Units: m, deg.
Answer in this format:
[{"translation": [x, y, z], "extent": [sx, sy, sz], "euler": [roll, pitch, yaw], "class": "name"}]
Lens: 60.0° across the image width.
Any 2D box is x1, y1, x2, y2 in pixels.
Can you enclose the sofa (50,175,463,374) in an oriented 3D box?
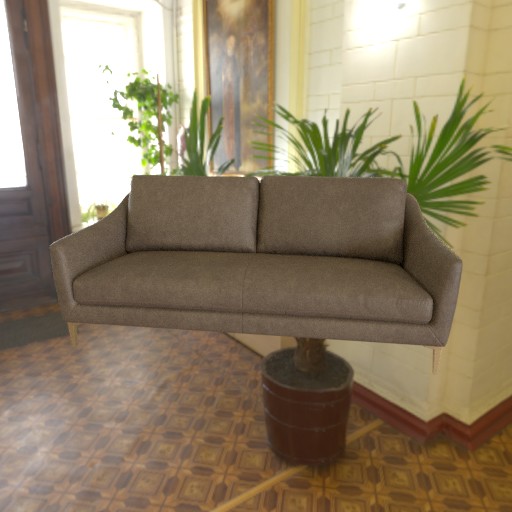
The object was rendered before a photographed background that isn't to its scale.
[{"translation": [0.000, 0.000, 2.612], "extent": [2.036, 0.902, 0.960], "euler": [2, 15, 8], "class": "sofa"}]
